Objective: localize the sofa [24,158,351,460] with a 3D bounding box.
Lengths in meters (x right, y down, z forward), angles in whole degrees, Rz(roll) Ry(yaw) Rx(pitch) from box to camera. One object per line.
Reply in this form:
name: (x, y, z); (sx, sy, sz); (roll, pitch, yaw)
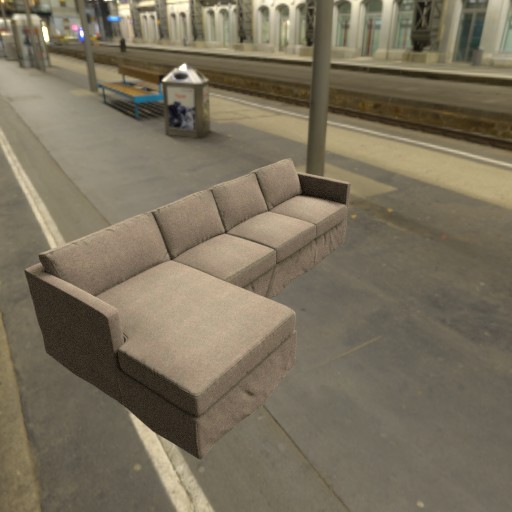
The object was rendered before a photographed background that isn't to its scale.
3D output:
sofa: (0.000, 0.000, 3.848); (1.650, 0.922, 3.205); (19, 32, 32)
